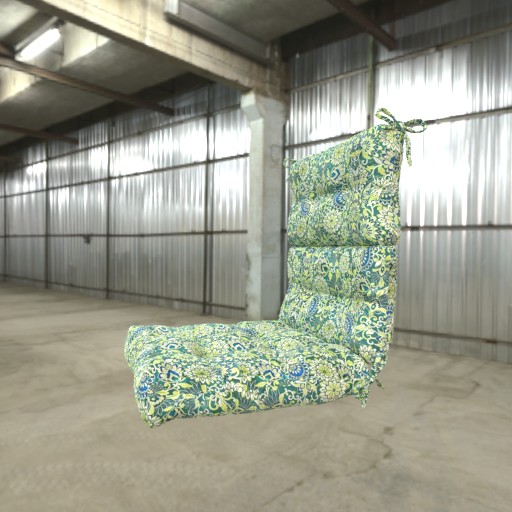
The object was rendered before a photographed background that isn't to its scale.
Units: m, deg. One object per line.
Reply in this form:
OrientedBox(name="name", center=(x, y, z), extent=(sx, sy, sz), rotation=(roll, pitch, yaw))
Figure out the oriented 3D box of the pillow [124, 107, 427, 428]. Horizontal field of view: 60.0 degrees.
OrientedBox(name="pillow", center=(0.000, 0.000, 1.029), extent=(0.571, 0.605, 0.519), rotation=(0, 1, -19))
